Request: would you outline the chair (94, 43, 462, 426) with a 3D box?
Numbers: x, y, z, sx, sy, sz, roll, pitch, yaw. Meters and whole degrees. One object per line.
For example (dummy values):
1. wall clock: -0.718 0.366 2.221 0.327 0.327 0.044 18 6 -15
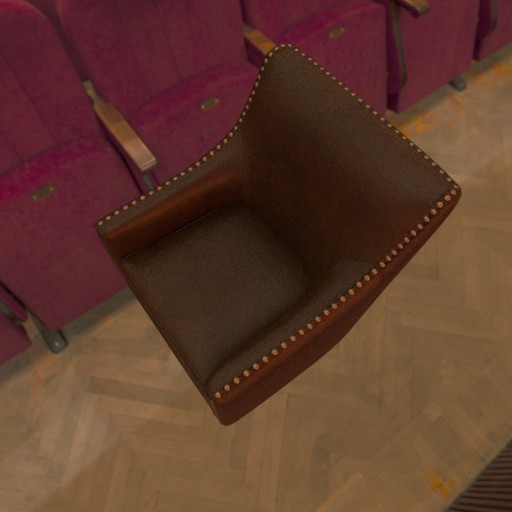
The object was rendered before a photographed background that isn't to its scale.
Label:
1. chair: 0.000 0.000 1.323 0.704 0.813 0.639 -33 67 -16
